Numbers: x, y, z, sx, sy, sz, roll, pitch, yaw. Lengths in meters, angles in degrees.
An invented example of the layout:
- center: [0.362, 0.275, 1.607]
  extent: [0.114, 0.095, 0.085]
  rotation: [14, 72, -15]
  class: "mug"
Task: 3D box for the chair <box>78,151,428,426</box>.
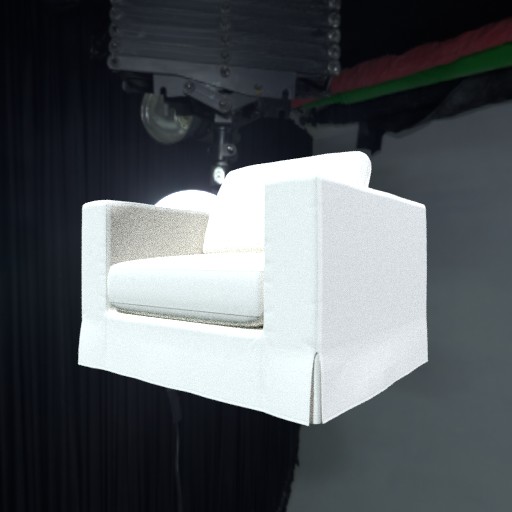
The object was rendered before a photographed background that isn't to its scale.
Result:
- center: [0.000, 0.000, 1.844]
  extent: [1.150, 0.878, 0.957]
  rotation: [0, 0, 38]
  class: "chair"
